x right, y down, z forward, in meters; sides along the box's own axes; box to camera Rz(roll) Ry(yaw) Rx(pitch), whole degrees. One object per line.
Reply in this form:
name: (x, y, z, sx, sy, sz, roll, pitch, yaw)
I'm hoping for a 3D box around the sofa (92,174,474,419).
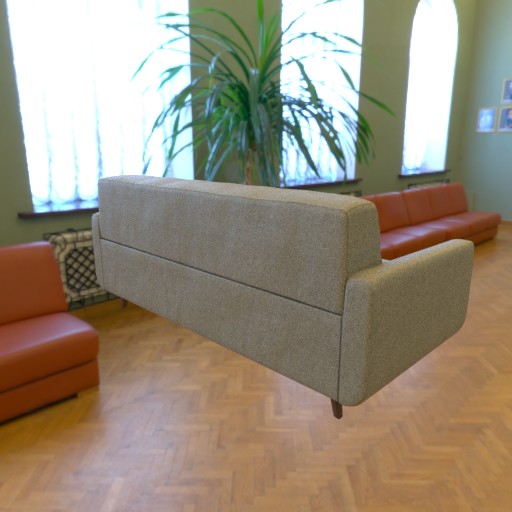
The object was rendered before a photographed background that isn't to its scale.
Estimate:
sofa: (0.000, 0.000, 2.515, 0.968, 0.873, 2.055, -14, 20, -43)
